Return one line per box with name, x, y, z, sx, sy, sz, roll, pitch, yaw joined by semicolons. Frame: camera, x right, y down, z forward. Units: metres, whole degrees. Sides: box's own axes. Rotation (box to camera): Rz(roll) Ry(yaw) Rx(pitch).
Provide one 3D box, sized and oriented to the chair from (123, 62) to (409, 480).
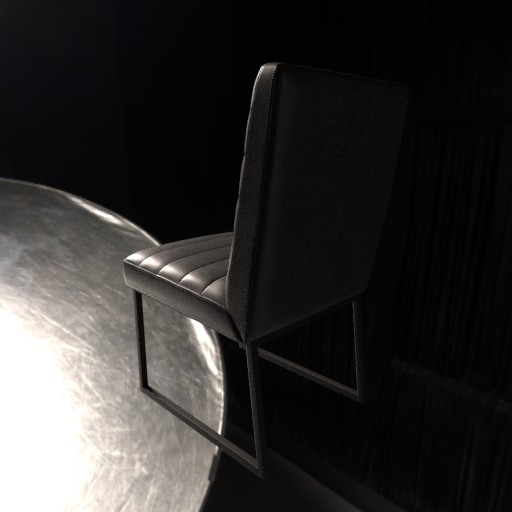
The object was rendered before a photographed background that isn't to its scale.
chair;0.000;0.000;1.274;0.634;0.930;0.520;14;20;43
